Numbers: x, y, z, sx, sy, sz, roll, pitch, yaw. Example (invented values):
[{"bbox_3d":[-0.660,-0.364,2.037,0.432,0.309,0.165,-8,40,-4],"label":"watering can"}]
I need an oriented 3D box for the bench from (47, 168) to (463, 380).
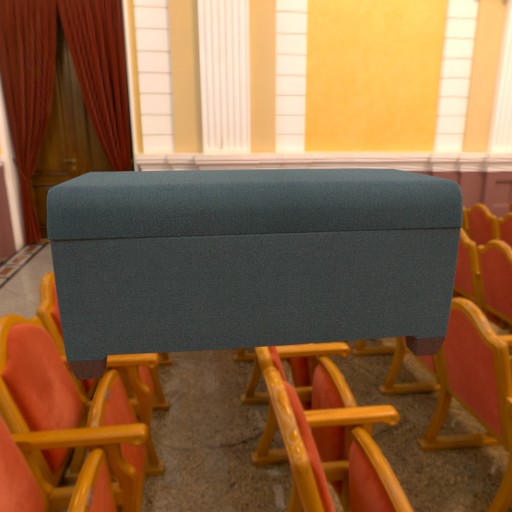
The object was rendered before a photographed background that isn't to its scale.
[{"bbox_3d":[0.000,0.000,1.271,0.995,0.474,0.476,-2,17,-7],"label":"bench"}]
